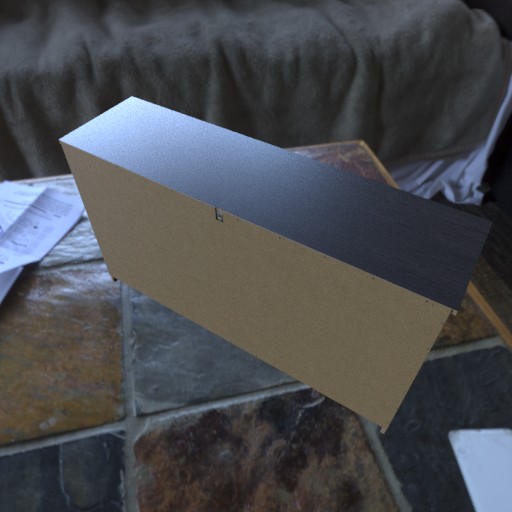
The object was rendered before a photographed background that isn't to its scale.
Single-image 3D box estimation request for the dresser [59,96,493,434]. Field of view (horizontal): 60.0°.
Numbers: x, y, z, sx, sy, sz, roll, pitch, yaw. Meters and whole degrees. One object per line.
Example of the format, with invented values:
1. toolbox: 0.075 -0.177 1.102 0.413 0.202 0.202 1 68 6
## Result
1. dresser: 0.000 0.000 1.669 1.360 0.755 0.401 25 52 21
